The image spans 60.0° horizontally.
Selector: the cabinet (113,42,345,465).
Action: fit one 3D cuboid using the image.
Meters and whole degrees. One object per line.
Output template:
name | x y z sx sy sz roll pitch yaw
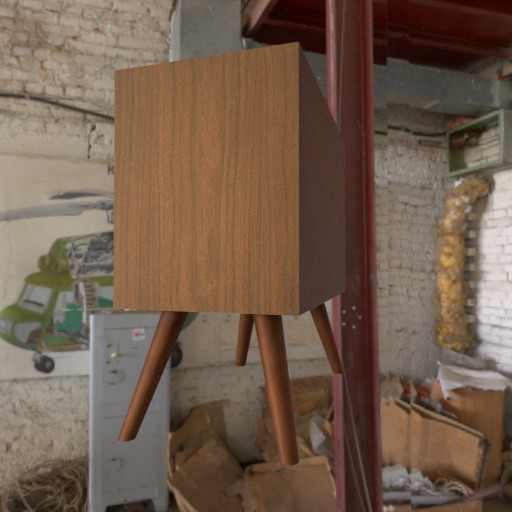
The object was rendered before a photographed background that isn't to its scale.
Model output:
cabinet | 0.000 0.000 1.177 0.388 0.748 0.712 0 -1 18
